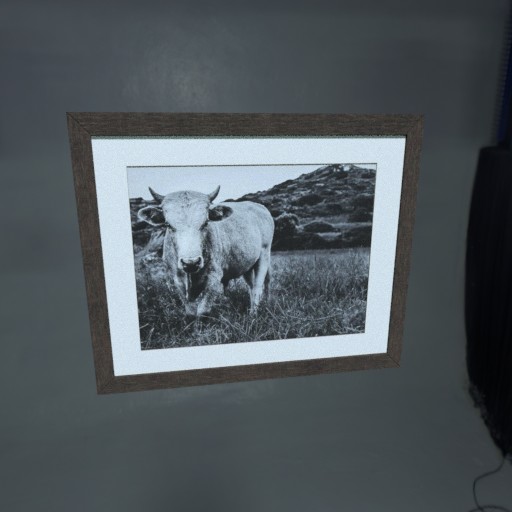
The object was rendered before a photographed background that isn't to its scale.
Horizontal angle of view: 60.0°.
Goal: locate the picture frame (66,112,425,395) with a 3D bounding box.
[{"bbox_3d":[0.000,0.000,0.742,0.546,0.455,0.026,-3,16,-9],"label":"picture frame"}]
